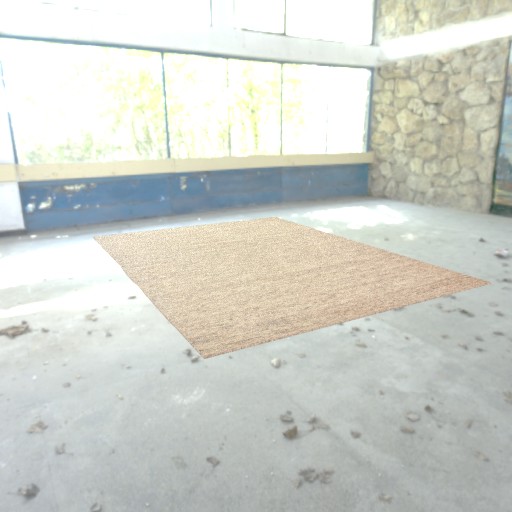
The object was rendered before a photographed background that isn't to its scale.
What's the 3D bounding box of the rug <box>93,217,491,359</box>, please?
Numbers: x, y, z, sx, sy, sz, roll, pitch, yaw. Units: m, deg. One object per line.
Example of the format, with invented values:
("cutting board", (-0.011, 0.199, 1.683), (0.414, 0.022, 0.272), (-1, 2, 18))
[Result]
("rug", (0.000, 0.000, 4.247), (2.448, 0.013, 3.205), (-9, 18, -28))
